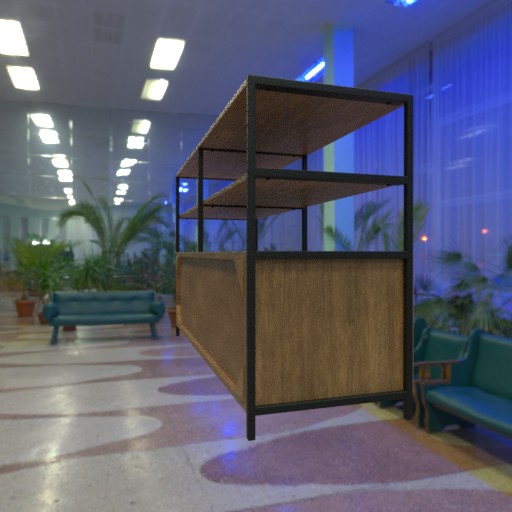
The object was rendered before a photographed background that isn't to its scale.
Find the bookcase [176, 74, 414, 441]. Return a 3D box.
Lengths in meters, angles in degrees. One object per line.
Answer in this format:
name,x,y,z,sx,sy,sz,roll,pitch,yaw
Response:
bookcase,0.000,0.000,1.465,0.391,0.712,1.149,0,0,-17
